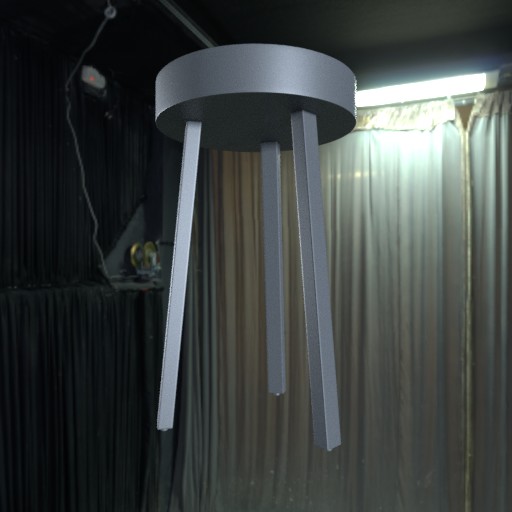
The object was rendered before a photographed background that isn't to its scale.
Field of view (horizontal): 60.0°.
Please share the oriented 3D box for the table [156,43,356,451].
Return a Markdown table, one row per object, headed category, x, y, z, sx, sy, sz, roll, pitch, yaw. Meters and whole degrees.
| category | x | y | z | sx | sy | sz | roll | pitch | yaw |
| --- | --- | --- | --- | --- | --- | --- | --- | --- | --- |
| table | 0.000 | 0.000 | 0.919 | 0.406 | 0.686 | 0.406 | 0 | 0 | 17 |
